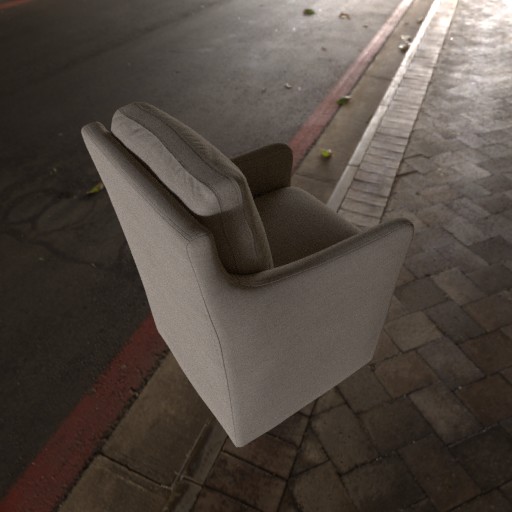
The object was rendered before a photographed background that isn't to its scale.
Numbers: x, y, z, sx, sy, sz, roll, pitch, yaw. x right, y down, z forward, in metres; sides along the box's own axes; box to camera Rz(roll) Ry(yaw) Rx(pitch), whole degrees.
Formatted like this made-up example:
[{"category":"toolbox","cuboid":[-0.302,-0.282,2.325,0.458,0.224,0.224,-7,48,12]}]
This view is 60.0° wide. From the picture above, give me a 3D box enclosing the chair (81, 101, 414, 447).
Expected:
[{"category":"chair","cuboid":[0.000,0.000,1.354,0.694,0.914,0.626,-24,46,-26]}]
